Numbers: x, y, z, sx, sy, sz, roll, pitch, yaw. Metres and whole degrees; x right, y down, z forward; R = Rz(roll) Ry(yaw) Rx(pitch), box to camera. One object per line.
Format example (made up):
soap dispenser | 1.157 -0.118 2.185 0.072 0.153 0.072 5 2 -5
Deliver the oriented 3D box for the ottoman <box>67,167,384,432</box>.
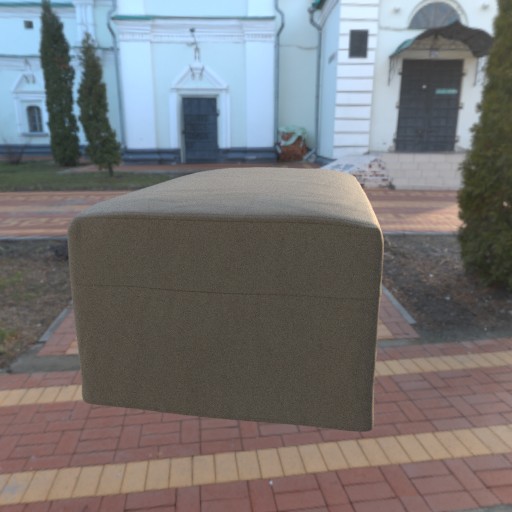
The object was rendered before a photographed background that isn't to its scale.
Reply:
ottoman | 0.000 0.000 1.183 0.590 0.444 0.872 3 16 9
